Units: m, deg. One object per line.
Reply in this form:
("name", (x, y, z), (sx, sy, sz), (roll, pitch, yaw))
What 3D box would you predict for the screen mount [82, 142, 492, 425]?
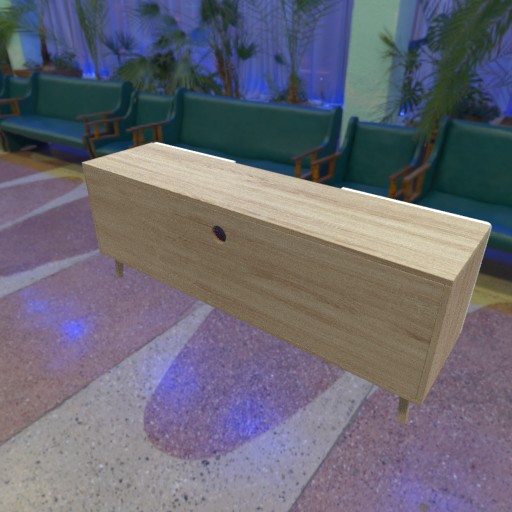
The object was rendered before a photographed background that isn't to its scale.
("screen mount", (0.000, 0.000, 1.736), (1.500, 0.570, 0.420), (21, 36, 32))
